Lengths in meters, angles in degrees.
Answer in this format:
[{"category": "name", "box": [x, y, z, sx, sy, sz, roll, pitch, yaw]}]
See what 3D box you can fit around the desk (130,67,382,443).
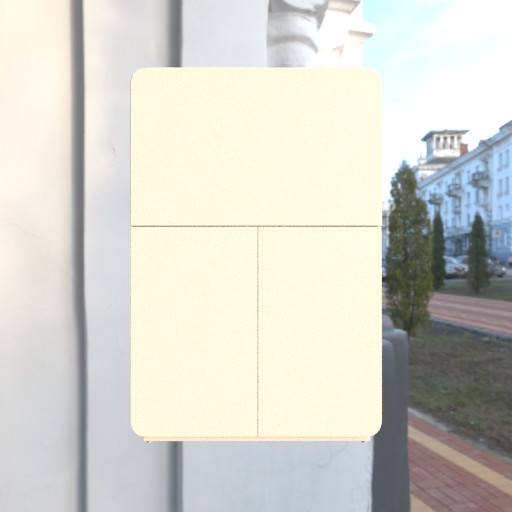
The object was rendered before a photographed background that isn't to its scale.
[{"category": "desk", "box": [0.000, 0.000, 1.536, 0.795, 1.190, 0.278, 0, 0, 0]}]
